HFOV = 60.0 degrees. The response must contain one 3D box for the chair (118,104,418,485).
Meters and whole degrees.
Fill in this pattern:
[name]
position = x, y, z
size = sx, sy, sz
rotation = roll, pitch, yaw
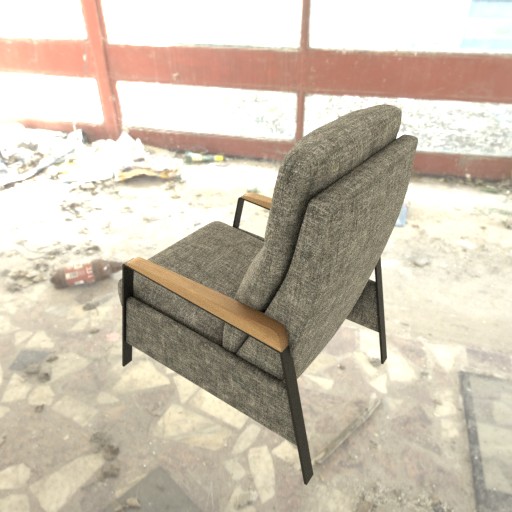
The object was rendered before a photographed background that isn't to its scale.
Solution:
[chair]
position = 0.000, 0.000, 1.555
size = 0.868, 1.042, 0.671
rotation = 21, 38, 29
